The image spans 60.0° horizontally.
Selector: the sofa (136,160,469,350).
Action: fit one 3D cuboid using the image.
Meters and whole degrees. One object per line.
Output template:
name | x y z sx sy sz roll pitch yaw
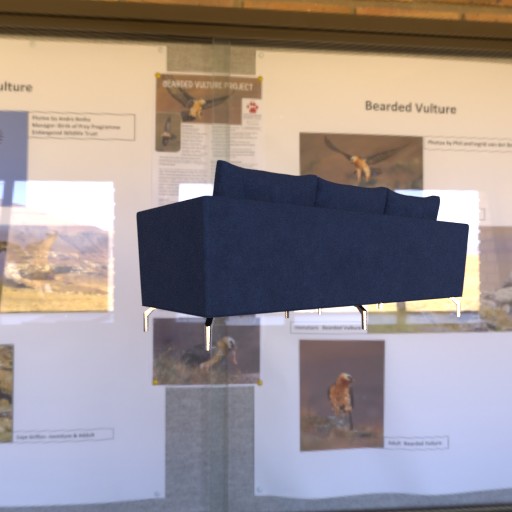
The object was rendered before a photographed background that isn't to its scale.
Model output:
sofa | 0.000 0.000 3.814 2.463 0.988 2.472 1 -1 -37
